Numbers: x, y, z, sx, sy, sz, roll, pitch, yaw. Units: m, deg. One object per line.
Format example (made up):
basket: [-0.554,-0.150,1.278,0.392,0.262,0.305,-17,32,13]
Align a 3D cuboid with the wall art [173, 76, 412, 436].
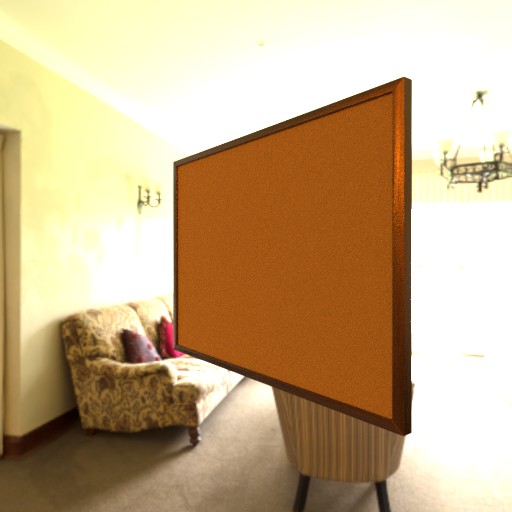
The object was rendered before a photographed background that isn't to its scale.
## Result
wall art: [0.000,0.000,0.550,0.012,0.304,0.431,0,0,-37]
